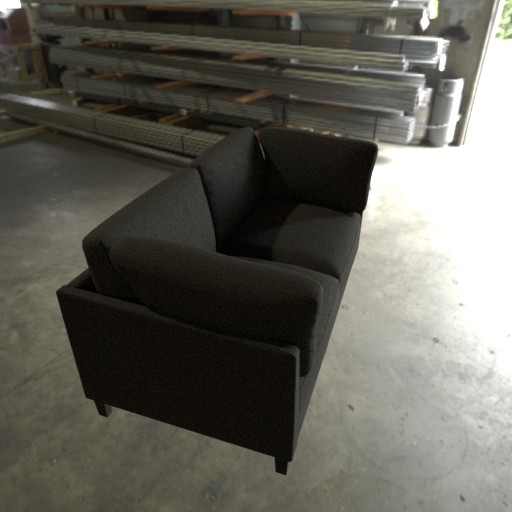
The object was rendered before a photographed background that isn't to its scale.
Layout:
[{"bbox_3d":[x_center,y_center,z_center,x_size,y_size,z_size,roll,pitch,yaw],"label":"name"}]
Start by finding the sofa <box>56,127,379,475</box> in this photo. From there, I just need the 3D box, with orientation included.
[{"bbox_3d":[0.000,0.000,2.291,0.969,0.920,1.751,10,32,17],"label":"sofa"}]
